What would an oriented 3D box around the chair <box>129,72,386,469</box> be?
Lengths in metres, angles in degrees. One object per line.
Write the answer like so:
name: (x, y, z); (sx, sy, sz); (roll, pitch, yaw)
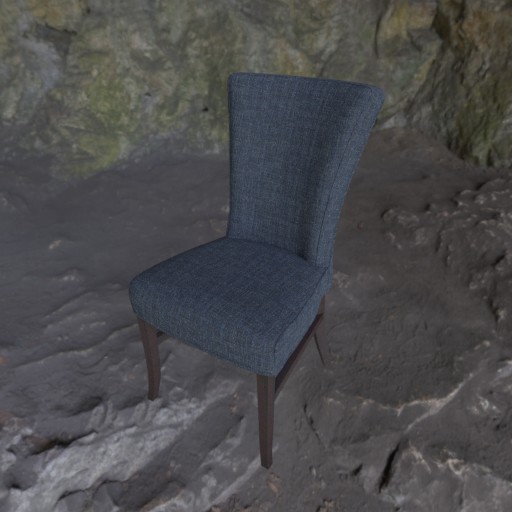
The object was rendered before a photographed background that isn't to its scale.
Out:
chair: (0.000, 0.000, 1.388); (0.520, 0.991, 0.660); (18, 34, 28)
